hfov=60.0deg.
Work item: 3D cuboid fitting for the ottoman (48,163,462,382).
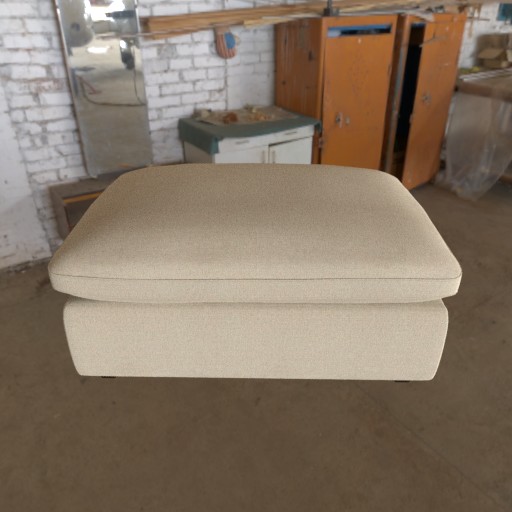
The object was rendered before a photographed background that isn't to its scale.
[{"bbox_3d":[0.000,0.000,1.358,0.984,0.453,0.686,1,30,1],"label":"ottoman"}]
